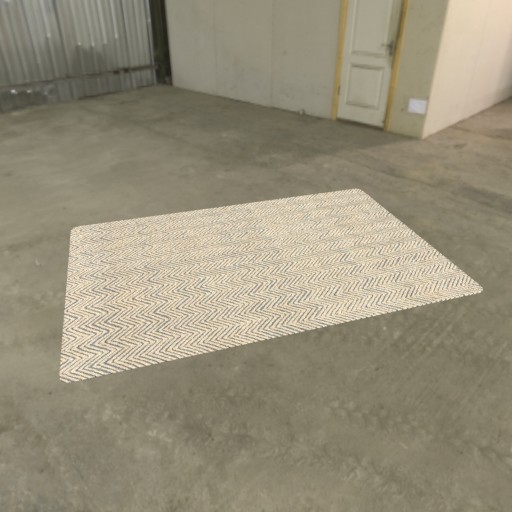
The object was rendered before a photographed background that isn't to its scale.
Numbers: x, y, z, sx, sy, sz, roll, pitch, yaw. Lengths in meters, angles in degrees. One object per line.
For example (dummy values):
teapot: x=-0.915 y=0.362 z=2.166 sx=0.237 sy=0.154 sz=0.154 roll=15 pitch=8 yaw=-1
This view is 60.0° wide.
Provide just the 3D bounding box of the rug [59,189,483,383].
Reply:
rug: x=0.000 y=0.000 z=2.174 sx=1.752 sy=0.008 sz=1.144 roll=-10 pitch=34 yaw=-15
